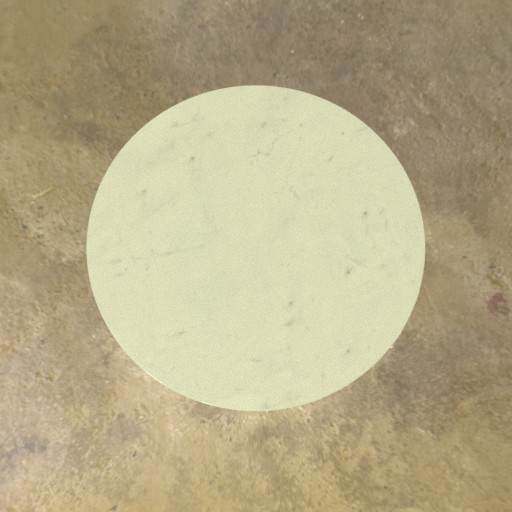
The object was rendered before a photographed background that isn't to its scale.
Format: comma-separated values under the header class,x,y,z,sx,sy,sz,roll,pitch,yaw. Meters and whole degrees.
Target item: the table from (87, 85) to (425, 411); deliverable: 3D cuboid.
class,x,y,z,sx,sy,sz,roll,pitch,yaw
table,0.000,0.000,1.267,0.800,0.450,0.800,0,76,0
